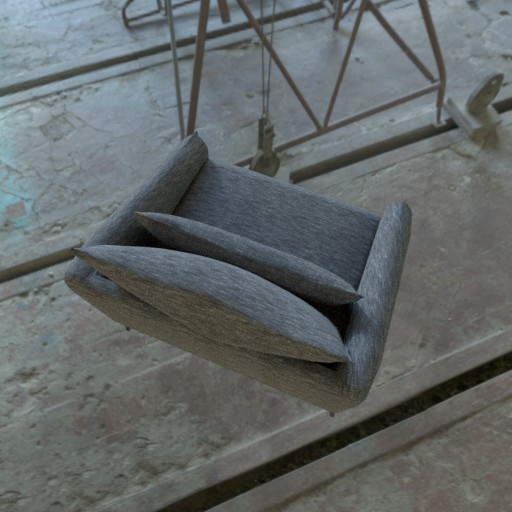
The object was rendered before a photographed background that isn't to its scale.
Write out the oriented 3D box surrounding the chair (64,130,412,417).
[{"bbox_3d":[0.000,0.000,1.601,1.004,0.842,0.805,20,65,10],"label":"chair"}]
